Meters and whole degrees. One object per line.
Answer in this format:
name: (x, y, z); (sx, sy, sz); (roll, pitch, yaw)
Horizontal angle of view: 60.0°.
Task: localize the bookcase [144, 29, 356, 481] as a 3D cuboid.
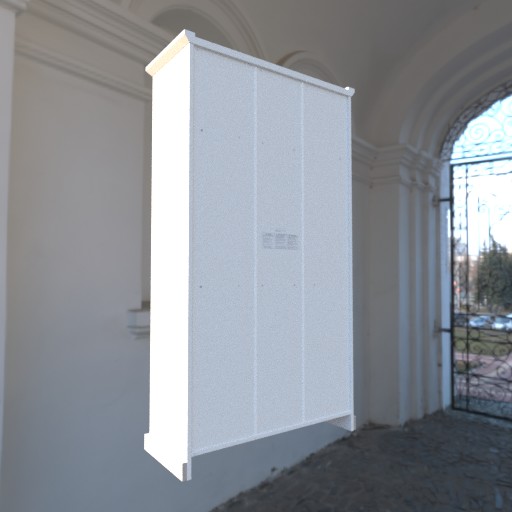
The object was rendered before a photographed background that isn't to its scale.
bookcase: (0.000, 0.000, 2.314); (1.050, 1.880, 0.432); (2, -3, -36)
